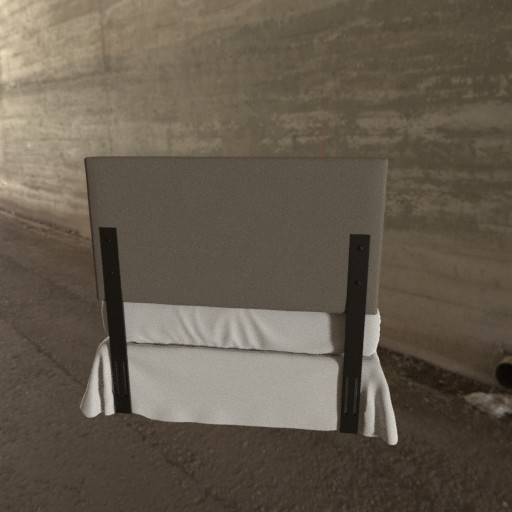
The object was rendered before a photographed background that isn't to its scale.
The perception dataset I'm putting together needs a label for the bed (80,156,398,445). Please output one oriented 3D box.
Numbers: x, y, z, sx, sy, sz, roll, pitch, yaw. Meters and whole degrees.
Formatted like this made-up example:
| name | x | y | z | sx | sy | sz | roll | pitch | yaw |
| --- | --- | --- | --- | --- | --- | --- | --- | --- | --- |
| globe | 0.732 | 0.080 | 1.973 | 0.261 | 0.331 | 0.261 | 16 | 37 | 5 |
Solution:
| name | x | y | z | sx | sy | sz | roll | pitch | yaw |
| --- | --- | --- | --- | --- | --- | --- | --- | --- | --- |
| bed | 0.000 | 0.000 | 3.477 | 1.936 | 1.577 | 2.222 | 2 | 14 | 8 |
